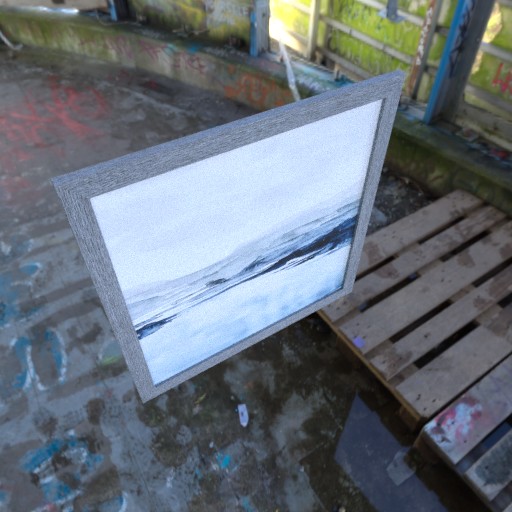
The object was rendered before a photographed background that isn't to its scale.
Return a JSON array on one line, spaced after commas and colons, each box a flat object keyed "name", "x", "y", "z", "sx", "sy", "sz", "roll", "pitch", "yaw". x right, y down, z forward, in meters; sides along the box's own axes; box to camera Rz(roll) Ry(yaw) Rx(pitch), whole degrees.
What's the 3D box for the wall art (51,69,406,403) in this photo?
[{"name": "wall art", "x": 0.000, "y": 0.000, "z": 1.004, "sx": 0.685, "sy": 0.685, "sz": 0.020, "roll": -24, "pitch": 51, "yaw": -21}]
